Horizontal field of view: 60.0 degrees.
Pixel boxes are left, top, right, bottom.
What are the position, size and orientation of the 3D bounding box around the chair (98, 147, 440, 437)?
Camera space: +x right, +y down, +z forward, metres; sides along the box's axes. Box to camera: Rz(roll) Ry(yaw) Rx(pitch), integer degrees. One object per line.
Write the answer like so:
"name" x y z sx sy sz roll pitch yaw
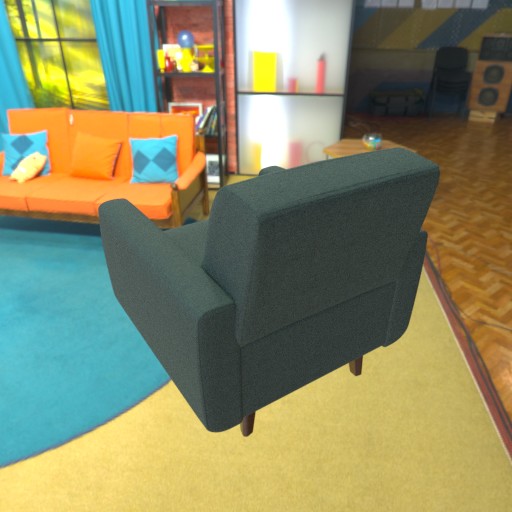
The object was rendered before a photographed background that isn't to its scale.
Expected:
"chair" 0.000 0.000 1.543 0.831 0.841 0.909 -18 34 -28
